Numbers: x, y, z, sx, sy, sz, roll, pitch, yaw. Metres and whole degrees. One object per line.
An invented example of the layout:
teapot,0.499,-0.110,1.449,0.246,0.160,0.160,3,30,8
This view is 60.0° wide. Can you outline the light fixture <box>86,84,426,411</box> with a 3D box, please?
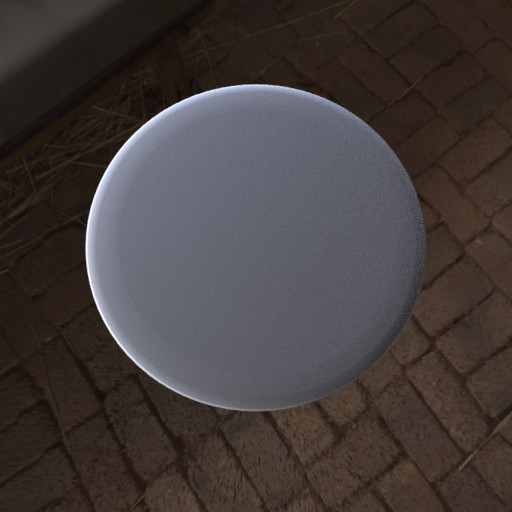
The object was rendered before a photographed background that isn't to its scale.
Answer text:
light fixture,0.000,0.000,0.621,0.393,0.229,0.393,0,76,0
